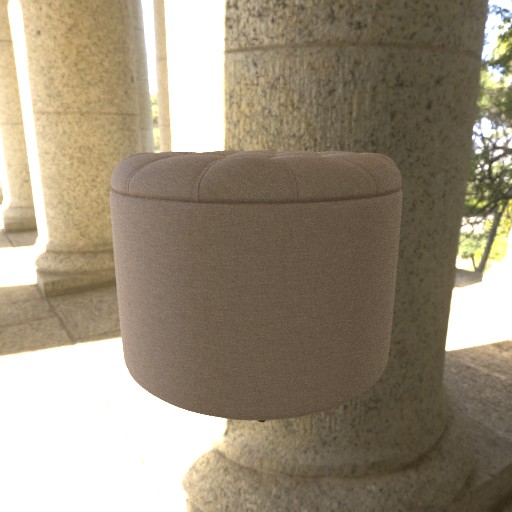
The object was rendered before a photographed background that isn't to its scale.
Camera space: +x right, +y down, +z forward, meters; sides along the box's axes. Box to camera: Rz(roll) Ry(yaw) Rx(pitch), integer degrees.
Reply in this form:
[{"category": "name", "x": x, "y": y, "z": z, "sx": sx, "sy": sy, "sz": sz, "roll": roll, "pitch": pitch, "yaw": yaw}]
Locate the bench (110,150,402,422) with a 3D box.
[{"category": "bench", "x": 0.000, "y": 0.000, "z": 0.987, "sx": 0.600, "sy": 0.454, "sz": 0.600, "roll": 0, "pitch": 15, "yaw": 0}]
